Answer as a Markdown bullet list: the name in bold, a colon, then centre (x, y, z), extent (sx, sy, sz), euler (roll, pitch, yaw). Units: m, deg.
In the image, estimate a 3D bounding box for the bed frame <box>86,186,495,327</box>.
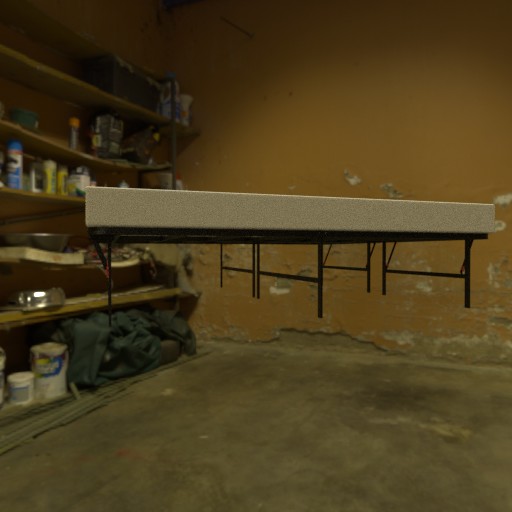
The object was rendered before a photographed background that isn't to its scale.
- **bed frame**: centre (0.000, 0.000, 2.945), extent (2.032, 0.559, 1.930), euler (0, 1, -19)
